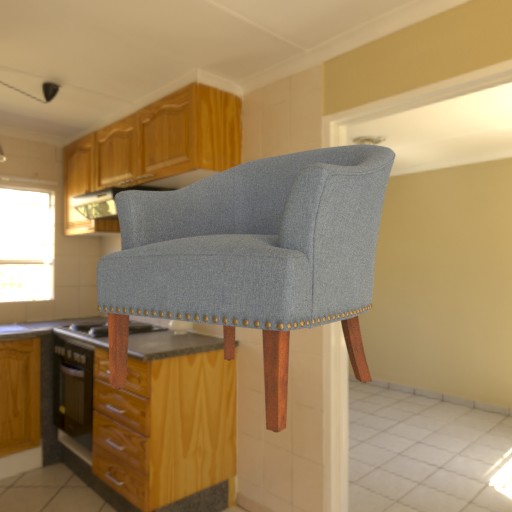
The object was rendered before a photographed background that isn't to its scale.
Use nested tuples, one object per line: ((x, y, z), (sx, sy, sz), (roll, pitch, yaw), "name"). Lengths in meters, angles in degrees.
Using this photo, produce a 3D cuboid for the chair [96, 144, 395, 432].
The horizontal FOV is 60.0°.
((0.000, 0.000, 1.424), (0.798, 0.815, 0.704), (-1, -1, 36), "chair")
